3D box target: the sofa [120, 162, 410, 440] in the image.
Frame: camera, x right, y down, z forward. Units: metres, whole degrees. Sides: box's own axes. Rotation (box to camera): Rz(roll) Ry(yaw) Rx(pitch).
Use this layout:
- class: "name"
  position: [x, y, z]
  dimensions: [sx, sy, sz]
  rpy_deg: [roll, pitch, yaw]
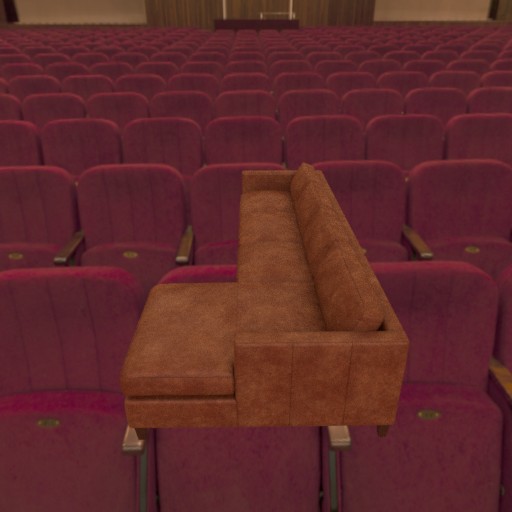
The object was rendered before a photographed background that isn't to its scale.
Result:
- class: "sofa"
  position: [0.000, 0.000, 3.866]
  dimensions: [1.581, 0.883, 3.203]
  rpy_deg: [0, 27, -1]
